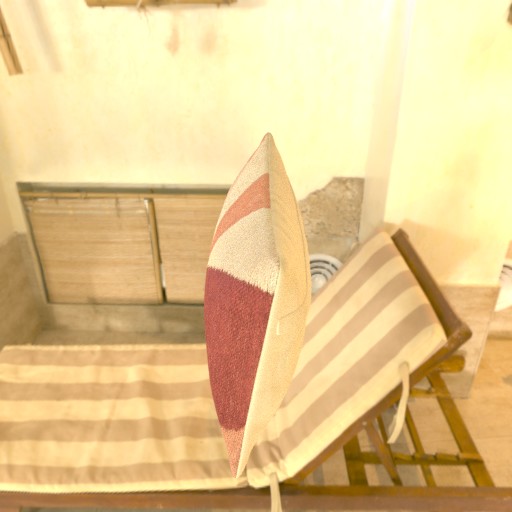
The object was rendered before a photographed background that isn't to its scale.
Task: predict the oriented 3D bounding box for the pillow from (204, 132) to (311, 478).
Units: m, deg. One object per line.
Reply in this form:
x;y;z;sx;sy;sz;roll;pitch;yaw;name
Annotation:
0.000;0.000;0.733;0.155;0.292;0.609;0;27;0;pillow
